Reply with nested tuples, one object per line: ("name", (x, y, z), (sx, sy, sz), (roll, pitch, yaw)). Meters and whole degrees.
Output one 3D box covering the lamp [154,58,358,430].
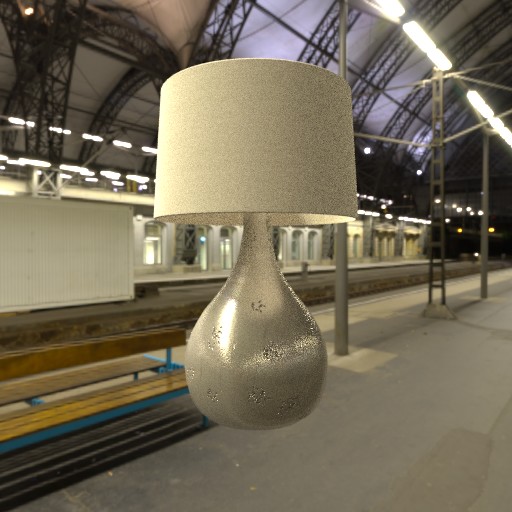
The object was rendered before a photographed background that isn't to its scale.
("lamp", (0.000, 0.000, 0.734), (0.330, 0.521, 0.330), (0, 1, 0))
